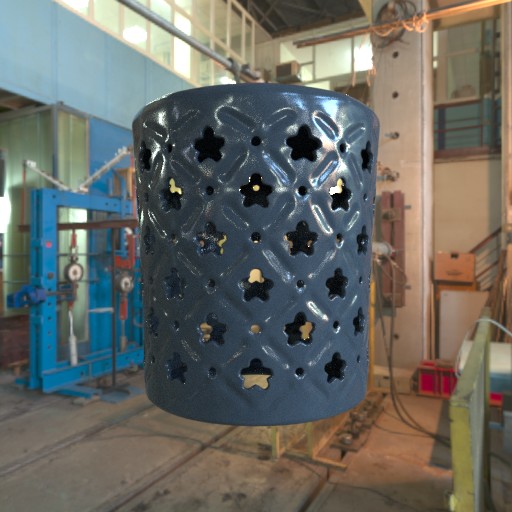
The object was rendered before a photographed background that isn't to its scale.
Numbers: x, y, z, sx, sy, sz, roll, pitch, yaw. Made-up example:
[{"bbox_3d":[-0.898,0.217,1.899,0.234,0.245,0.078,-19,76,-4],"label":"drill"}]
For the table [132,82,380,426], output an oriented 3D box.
[{"bbox_3d":[0.000,0.000,0.653,0.352,0.387,0.352,0,0,0],"label":"table"}]
